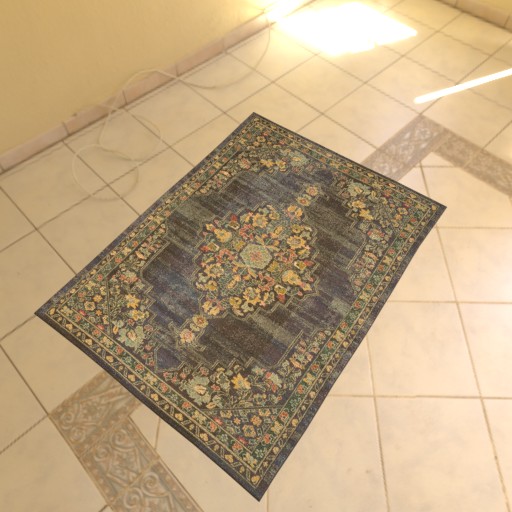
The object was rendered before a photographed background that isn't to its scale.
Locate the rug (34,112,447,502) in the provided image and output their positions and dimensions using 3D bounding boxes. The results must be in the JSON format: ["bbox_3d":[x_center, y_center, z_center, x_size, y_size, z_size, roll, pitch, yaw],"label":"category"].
[{"bbox_3d":[0.000,0.000,4.637,2.716,0.035,3.612,32,63,18],"label":"rug"}]
